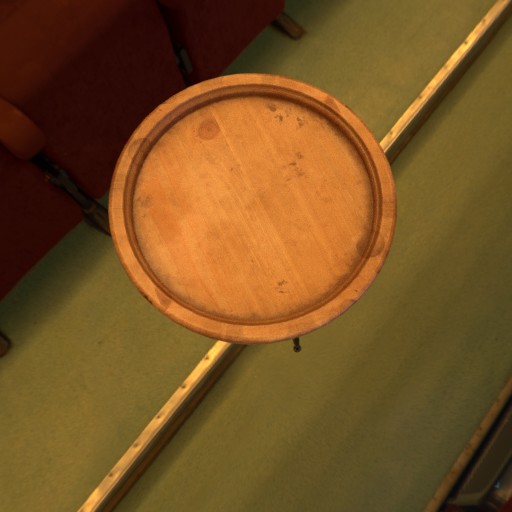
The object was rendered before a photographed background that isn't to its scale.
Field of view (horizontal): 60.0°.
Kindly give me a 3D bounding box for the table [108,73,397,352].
[{"bbox_3d":[0.000,0.000,0.946,0.414,0.664,0.418,38,78,9],"label":"table"}]
